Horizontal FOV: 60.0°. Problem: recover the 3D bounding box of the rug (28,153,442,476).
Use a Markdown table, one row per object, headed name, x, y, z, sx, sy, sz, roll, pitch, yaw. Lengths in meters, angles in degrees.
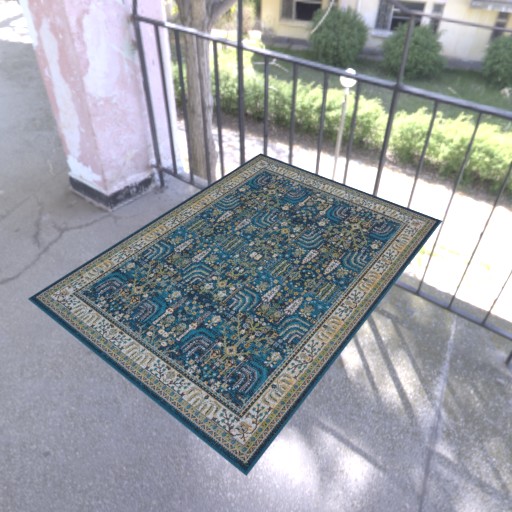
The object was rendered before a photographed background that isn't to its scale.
| name | x | y | z | sx | sy | sz | roll | pitch | yaw |
| --- | --- | --- | --- | --- | --- | --- | --- | --- | --- |
| rug | 0.000 | 0.000 | 3.912 | 2.226 | 0.015 | 3.044 | 27 | 48 | 28 |
